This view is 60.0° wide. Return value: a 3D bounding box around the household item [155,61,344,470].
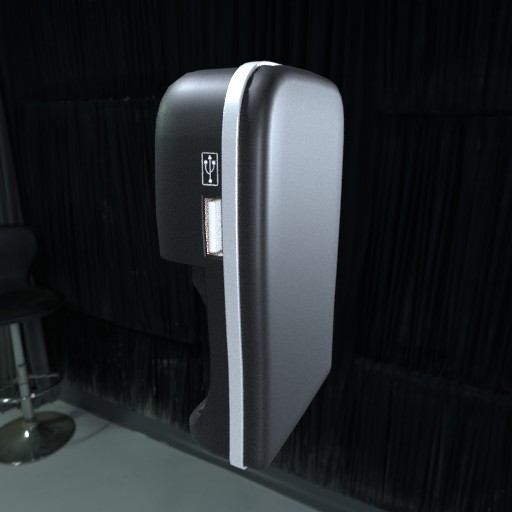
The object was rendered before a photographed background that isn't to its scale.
[{"bbox_3d":[0.000,0.000,0.147,0.038,0.114,0.070,8,18,25],"label":"household item"}]
